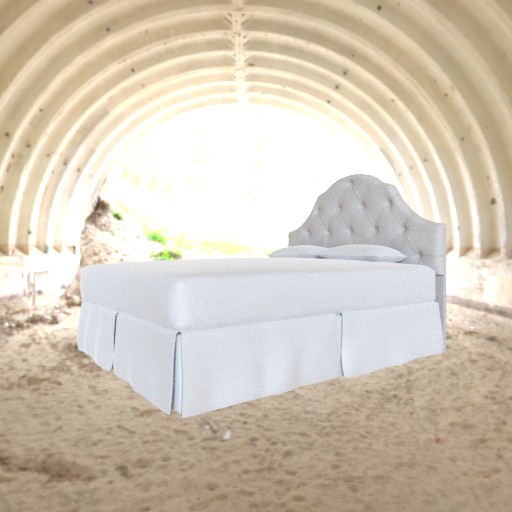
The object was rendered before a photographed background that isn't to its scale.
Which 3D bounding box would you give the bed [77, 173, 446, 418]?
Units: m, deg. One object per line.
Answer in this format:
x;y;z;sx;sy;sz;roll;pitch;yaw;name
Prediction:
0.000;0.000;3.730;2.477;1.617;2.039;-1;1;-36;bed
